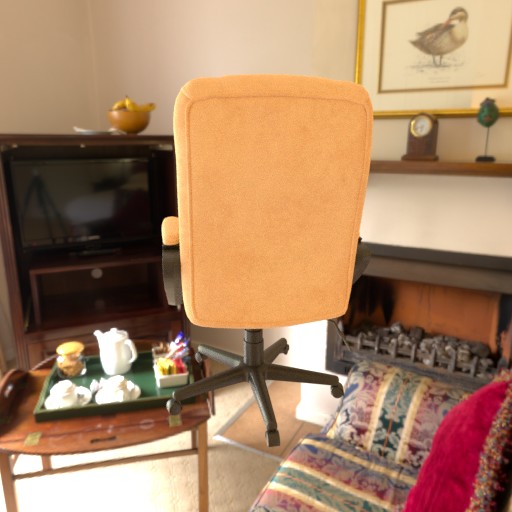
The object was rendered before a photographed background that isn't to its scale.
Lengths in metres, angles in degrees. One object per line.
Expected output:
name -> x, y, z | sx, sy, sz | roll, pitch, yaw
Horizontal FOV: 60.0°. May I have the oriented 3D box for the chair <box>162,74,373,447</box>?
chair -> 0.000, 0.000, 1.556 | 0.667, 1.105, 0.724 | -3, 14, -10
